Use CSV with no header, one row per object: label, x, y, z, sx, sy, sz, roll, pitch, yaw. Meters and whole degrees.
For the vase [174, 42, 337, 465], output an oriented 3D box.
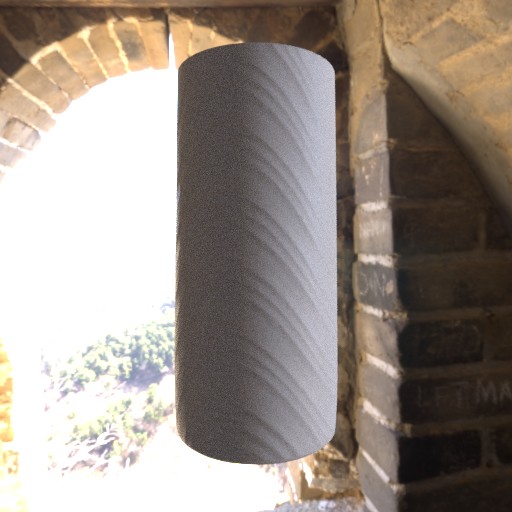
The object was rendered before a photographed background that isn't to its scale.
vase,0.000,0.000,0.395,0.143,0.316,0.143,0,1,0
